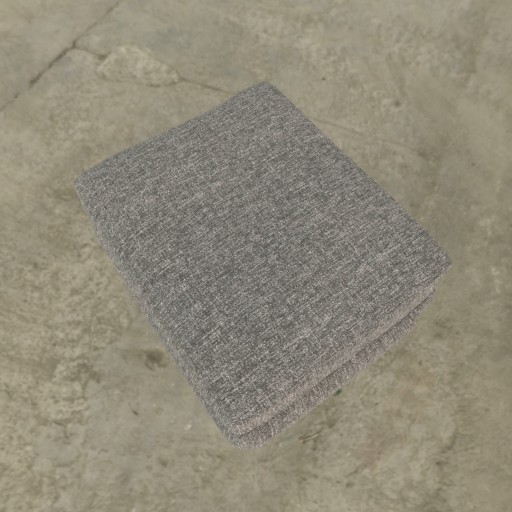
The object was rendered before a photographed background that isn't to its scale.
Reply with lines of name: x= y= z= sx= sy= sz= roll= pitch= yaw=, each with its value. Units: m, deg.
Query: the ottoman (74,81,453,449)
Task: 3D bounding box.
ottoman: x=0.000 y=0.000 z=1.253 sx=0.683 sy=0.480 sz=0.828 roll=-33 pitch=67 yaw=-16
